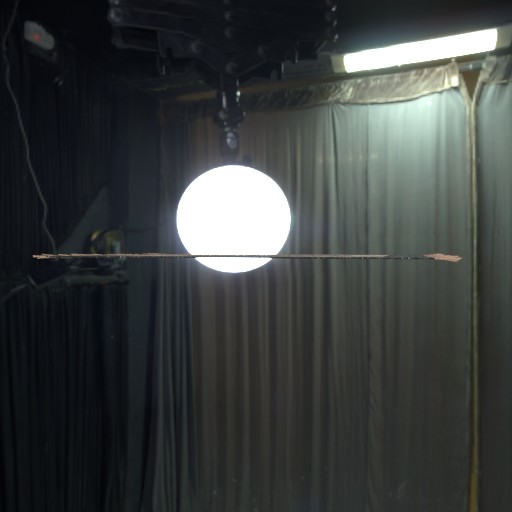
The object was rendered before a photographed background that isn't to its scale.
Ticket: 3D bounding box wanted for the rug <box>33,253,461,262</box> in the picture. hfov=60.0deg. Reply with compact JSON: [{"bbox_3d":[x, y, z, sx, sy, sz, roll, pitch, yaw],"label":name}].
[{"bbox_3d":[0.000,0.000,2.517,2.021,0.027,1.224,0,1,19],"label":"rug"}]
